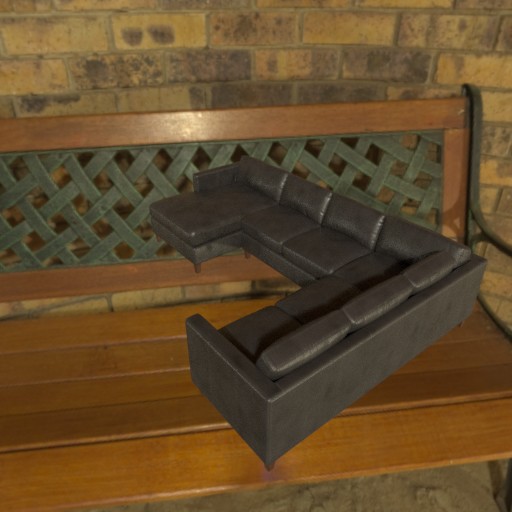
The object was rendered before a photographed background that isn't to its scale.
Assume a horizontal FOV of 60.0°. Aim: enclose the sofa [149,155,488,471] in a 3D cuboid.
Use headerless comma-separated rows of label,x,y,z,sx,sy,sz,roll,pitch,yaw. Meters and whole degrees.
sofa,0.000,0.000,4.396,2.452,0.891,3.324,-22,38,-32
